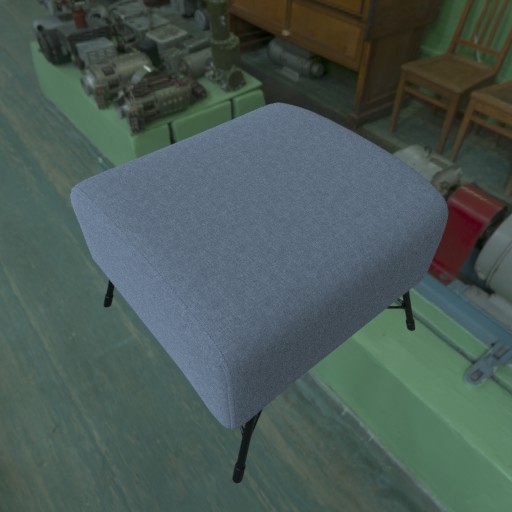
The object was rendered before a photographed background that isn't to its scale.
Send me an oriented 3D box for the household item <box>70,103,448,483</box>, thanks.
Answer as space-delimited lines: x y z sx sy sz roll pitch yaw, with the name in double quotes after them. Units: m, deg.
0.000 0.000 0.904 0.530 0.410 0.530 -31 54 -26 "household item"
